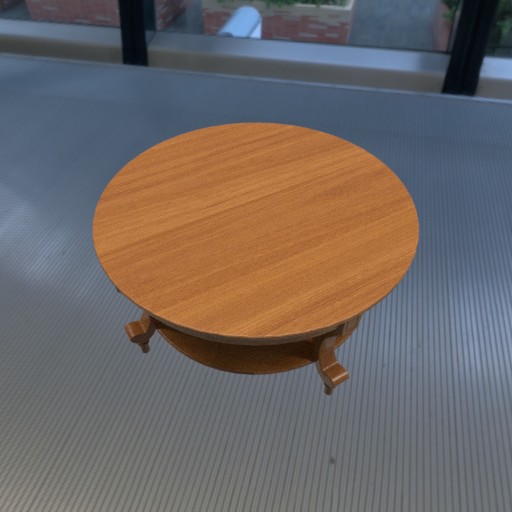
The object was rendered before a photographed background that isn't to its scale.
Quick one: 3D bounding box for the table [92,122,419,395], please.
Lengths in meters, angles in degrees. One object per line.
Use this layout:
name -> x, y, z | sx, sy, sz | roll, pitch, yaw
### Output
table -> 0.000, 0.000, 1.606 | 1.029, 0.490, 1.029 | 0, 46, 0
